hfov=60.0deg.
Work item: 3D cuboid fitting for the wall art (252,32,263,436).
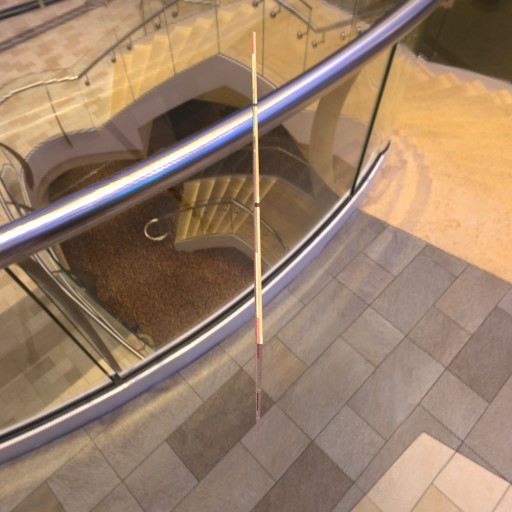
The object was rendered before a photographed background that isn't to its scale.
[{"bbox_3d":[0.000,0.000,1.858,0.013,1.220,1.216,-1,59,0],"label":"wall art"}]
